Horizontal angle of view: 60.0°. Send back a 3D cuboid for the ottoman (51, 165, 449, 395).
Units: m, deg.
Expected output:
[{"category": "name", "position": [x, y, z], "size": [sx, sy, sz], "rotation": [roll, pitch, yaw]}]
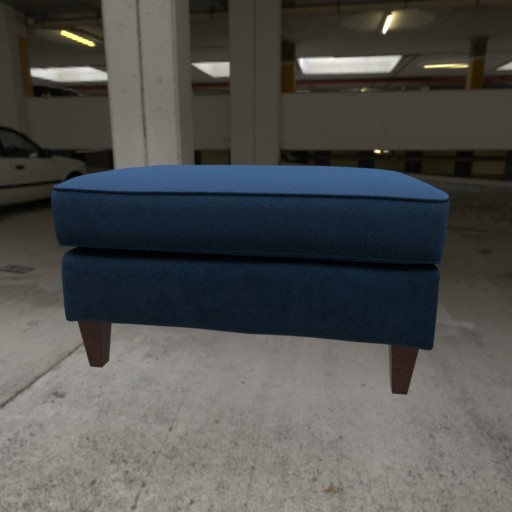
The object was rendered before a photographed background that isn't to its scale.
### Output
[{"category": "ottoman", "position": [0.000, 0.000, 1.217], "size": [0.862, 0.484, 0.583], "rotation": [2, 15, 9]}]
